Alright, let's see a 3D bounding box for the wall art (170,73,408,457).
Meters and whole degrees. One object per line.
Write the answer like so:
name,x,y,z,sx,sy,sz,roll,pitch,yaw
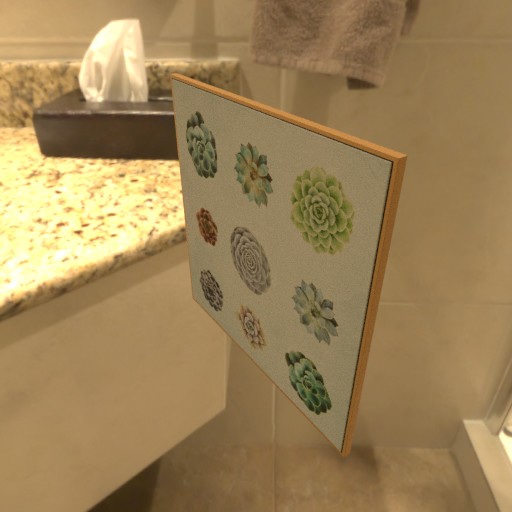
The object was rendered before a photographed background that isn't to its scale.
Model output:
wall art,0.000,0.000,0.679,0.013,0.455,0.457,-21,39,-29
